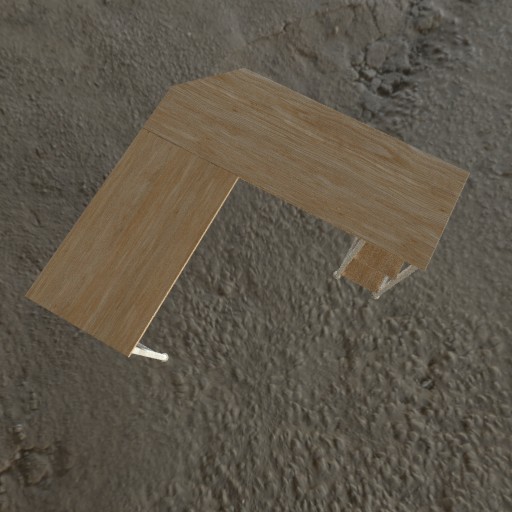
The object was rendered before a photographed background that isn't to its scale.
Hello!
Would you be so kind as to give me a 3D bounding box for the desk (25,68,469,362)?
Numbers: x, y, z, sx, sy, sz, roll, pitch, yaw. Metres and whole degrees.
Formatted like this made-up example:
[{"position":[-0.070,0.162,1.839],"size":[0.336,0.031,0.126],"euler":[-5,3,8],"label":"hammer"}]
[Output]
[{"position":[0.000,0.000,2.223],"size":[1.379,0.739,1.379],"euler":[28,76,8],"label":"desk"}]
